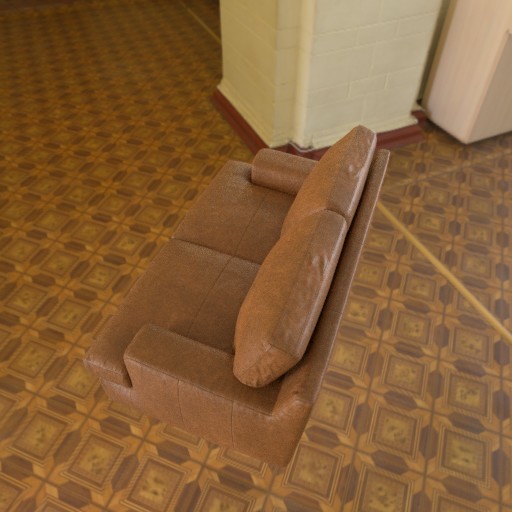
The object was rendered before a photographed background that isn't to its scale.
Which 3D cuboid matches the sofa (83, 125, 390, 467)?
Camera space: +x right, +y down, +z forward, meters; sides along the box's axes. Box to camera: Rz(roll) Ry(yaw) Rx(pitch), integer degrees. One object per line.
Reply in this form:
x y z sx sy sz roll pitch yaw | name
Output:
0.000 0.000 2.544 1.144 0.966 1.880 15 48 14 | sofa
